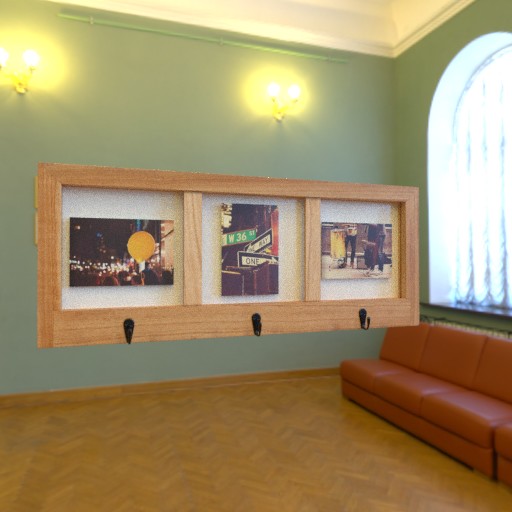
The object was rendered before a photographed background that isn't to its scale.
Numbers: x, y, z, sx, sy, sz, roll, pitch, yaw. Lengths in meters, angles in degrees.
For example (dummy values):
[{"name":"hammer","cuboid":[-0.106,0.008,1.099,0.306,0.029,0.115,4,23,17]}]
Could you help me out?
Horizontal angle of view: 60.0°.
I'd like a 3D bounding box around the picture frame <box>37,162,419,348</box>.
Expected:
[{"name":"picture frame","cuboid":[0.000,0.000,0.655,0.582,0.234,0.045,0,0,-19]}]
